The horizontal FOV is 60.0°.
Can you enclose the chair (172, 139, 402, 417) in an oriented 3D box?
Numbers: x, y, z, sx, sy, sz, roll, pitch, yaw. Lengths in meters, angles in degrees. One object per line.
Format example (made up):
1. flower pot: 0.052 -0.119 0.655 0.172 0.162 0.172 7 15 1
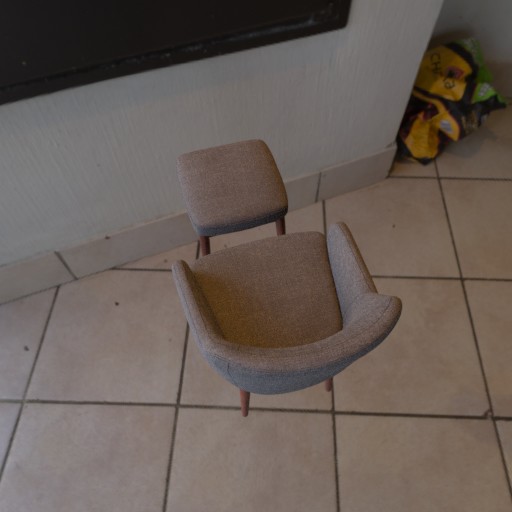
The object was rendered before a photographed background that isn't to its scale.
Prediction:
1. chair: 0.000 0.000 1.583 0.584 0.799 1.107 -14 59 -9
